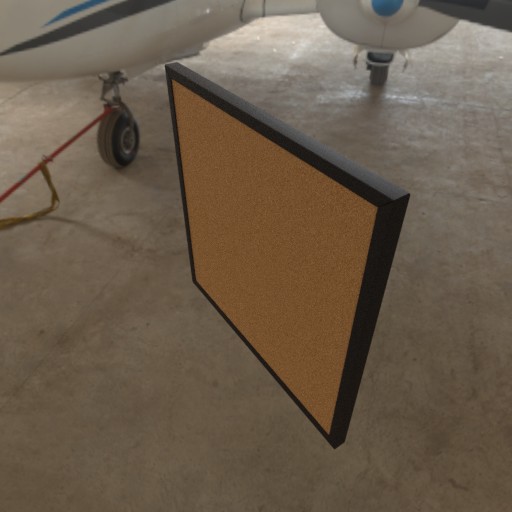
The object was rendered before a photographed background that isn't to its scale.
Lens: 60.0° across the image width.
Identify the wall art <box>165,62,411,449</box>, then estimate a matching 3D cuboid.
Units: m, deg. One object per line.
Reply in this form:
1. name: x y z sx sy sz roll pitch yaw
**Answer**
1. wall art: 0.000 0.000 1.142 0.037 0.763 0.763 -24 46 -26
